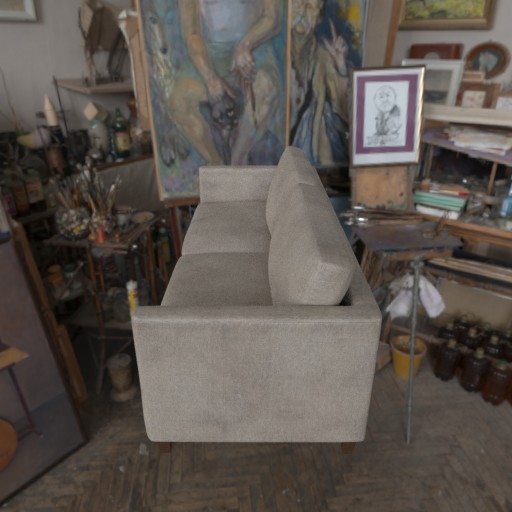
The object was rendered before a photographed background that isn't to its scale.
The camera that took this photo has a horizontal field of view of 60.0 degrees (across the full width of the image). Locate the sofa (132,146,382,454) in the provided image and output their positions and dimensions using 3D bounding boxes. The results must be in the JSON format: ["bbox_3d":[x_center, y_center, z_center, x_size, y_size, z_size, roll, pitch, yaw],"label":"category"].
[{"bbox_3d":[0.000,0.000,2.695,0.951,0.965,2.208,0,26,0],"label":"sofa"}]
